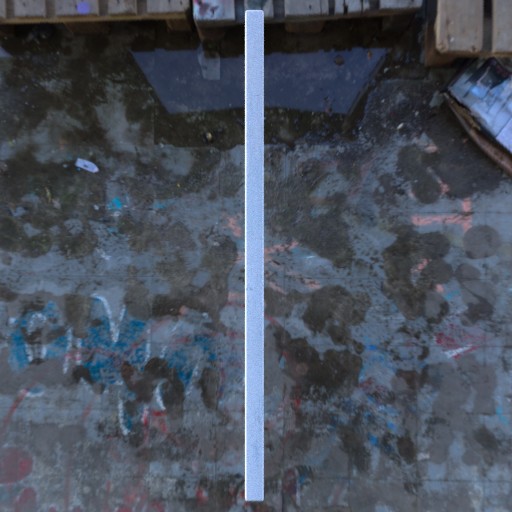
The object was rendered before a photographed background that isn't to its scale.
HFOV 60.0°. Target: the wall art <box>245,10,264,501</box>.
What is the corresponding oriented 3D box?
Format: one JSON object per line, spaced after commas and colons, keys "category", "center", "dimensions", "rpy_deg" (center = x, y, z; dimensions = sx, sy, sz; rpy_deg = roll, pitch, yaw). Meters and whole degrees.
{"category": "wall art", "center": [0.000, 0.000, 1.295], "dimensions": [0.038, 0.762, 1.016], "rpy_deg": [0, 90, 1]}
